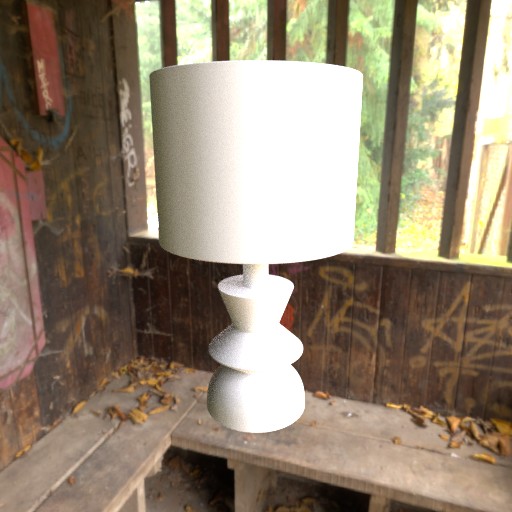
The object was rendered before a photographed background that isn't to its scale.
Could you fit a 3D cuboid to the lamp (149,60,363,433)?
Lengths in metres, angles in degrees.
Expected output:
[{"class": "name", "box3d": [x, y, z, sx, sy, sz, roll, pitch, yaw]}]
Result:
[{"class": "lamp", "box3d": [0.000, 0.000, 0.709, 0.301, 0.533, 0.301, -2, 15, -9]}]
